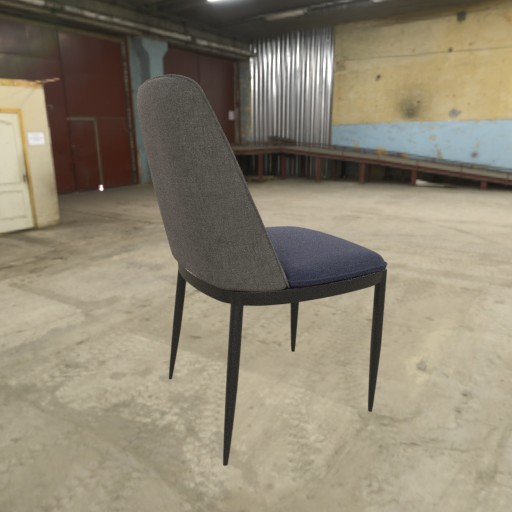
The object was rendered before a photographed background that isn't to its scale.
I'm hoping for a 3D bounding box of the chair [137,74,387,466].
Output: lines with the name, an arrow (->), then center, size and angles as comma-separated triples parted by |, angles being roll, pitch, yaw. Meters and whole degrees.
chair -> 0.000, 0.000, 1.181 | 0.550, 0.855, 0.488 | -8, 17, -26
